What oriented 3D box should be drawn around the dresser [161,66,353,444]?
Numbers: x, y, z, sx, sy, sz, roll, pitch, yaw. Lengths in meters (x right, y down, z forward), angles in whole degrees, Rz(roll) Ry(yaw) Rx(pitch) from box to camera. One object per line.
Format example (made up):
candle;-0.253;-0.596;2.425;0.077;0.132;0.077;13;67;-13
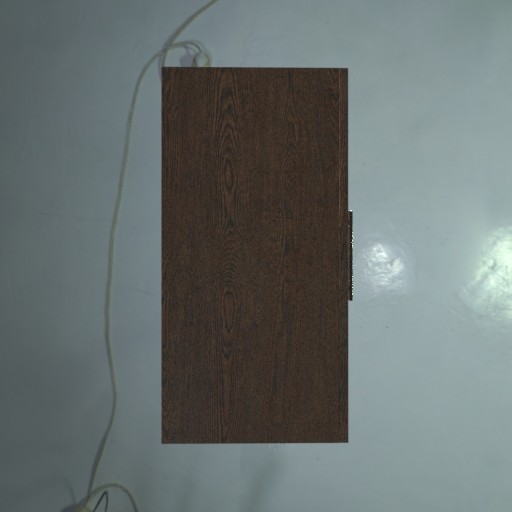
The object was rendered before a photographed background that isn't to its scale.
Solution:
dresser;0.000;0.000;1.795;0.508;1.321;0.965;0;90;-1
